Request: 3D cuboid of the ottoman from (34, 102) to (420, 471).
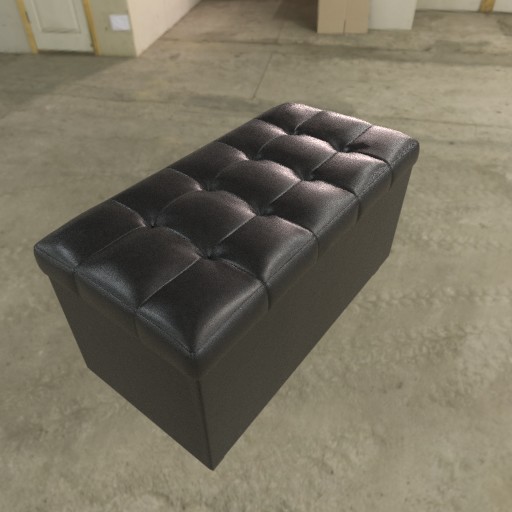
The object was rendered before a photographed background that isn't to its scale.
[{"bbox_3d":[0.000,0.000,1.098,0.432,0.470,0.838,27,48,27],"label":"ottoman"}]
